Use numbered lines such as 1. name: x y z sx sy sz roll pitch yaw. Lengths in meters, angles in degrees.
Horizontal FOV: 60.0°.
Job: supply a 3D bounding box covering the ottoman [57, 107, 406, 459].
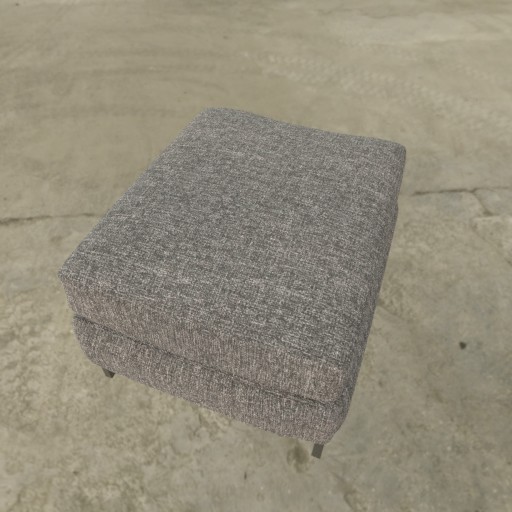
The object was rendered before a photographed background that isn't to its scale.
1. ottoman: 0.000 0.000 1.219 0.683 0.480 0.828 16 49 14
